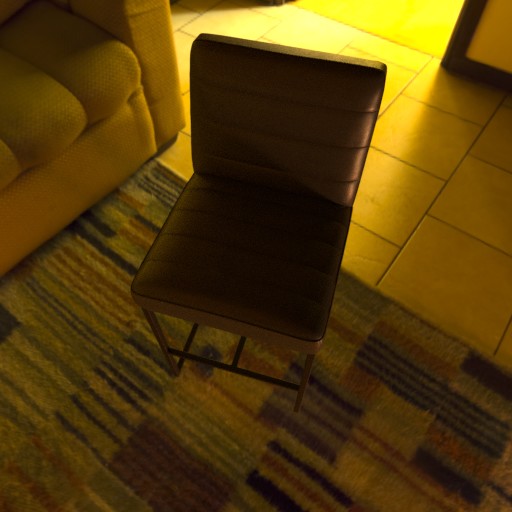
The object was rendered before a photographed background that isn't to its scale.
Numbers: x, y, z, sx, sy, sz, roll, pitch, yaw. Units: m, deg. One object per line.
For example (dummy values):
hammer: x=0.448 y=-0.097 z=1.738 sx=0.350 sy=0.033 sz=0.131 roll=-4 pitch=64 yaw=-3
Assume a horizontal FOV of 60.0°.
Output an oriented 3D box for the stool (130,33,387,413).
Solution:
stool: x=0.000 y=0.000 z=1.231 sx=0.457 sy=0.938 sz=0.552 roll=14 pitch=57 yaw=9
